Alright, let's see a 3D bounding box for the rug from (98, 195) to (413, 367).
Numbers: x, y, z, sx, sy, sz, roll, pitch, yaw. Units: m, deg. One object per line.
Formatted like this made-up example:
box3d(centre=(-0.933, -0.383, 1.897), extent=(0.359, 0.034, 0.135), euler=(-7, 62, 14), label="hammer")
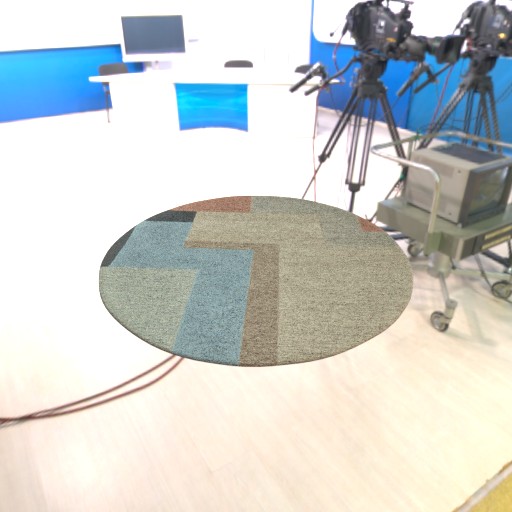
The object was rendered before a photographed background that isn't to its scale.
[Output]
box3d(centre=(0.000, 0.000, 3.608), extent=(2.461, 0.033, 2.461), euler=(0, 31, 0), label="rug")
